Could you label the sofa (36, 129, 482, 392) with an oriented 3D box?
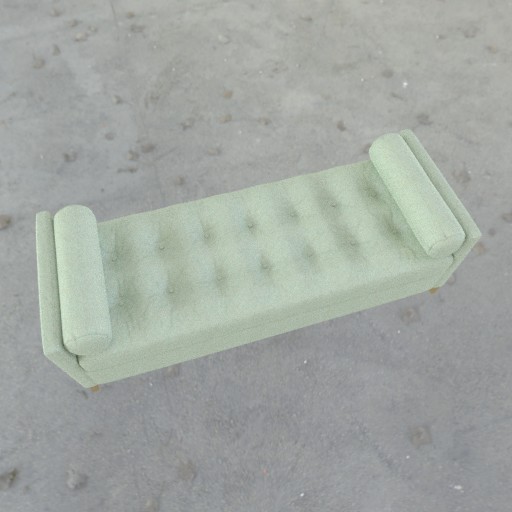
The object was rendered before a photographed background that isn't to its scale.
[{"bbox_3d":[0.000,0.000,2.432,2.102,0.705,0.796,-15,60,-9],"label":"sofa"}]
